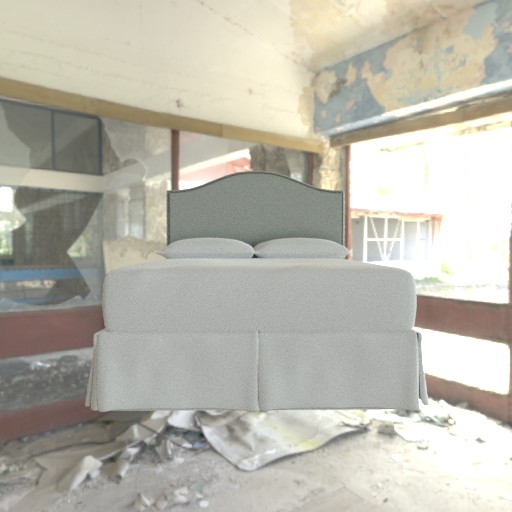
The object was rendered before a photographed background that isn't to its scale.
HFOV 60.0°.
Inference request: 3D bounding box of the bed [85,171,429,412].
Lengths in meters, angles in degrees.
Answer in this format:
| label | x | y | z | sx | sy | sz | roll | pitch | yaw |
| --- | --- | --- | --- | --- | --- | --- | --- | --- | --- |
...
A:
| label | x | y | z | sx | sy | sz | roll | pitch | yaw |
| --- | --- | --- | --- | --- | --- | --- | --- | --- | --- |
| bed | 0.000 | 0.000 | 3.330 | 1.813 | 1.607 | 2.180 | 0 | 1 | -1 |
